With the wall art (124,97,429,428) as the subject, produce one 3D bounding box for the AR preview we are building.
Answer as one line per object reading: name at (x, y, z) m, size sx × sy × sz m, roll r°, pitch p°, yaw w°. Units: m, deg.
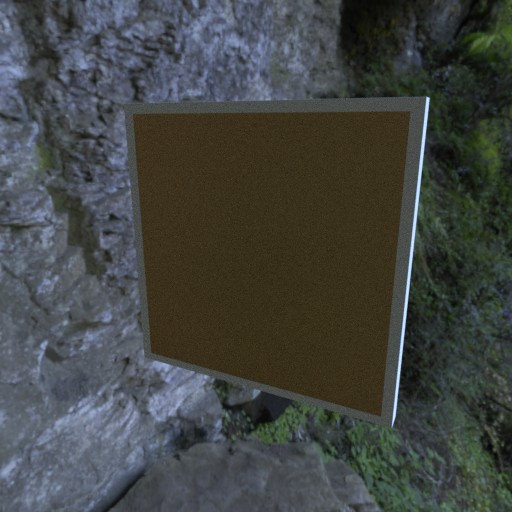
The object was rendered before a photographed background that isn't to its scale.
wall art at (0.000, 0.000, 0.464) m, size 0.307 × 0.307 × 0.020 m, roll 8°, pitch 19°, yaw 25°
